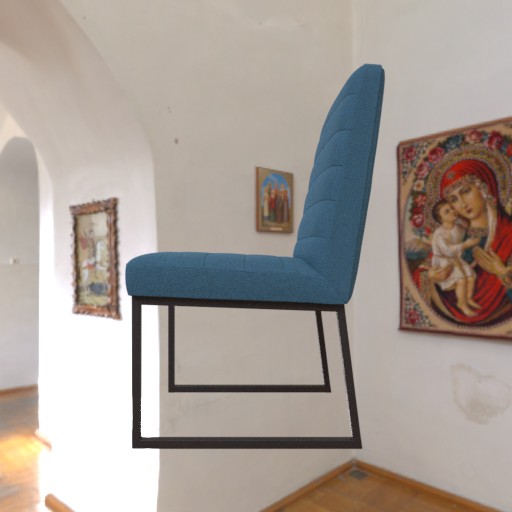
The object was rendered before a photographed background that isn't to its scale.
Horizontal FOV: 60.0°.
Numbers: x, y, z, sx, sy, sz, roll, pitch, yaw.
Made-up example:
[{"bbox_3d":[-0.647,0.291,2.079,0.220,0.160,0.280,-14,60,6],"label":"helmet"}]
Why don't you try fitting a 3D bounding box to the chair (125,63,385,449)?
[{"bbox_3d":[0.000,0.000,1.298,0.634,0.930,0.520,0,0,0],"label":"chair"}]
